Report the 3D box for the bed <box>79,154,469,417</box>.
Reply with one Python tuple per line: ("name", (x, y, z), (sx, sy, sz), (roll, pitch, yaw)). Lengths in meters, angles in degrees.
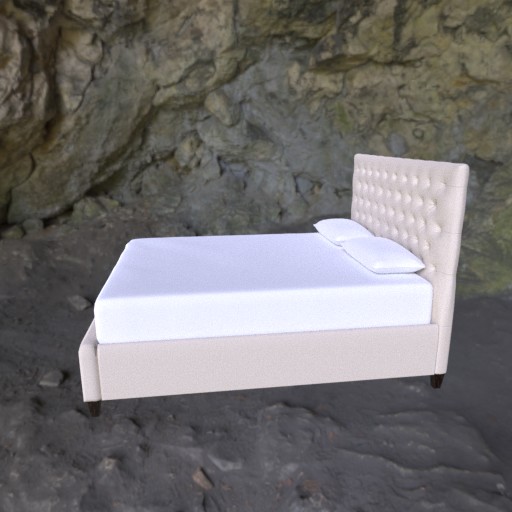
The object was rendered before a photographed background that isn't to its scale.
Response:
("bed", (0.000, 0.000, 3.316), (2.233, 1.426, 1.696), (-2, 15, -8))
